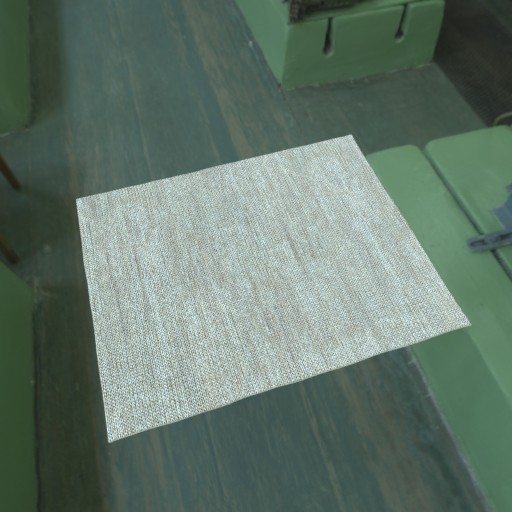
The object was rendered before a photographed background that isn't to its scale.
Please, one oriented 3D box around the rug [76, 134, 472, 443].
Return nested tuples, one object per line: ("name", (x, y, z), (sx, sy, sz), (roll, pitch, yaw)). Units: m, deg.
("rug", (0.000, 0.000, 4.103), (3.052, 0.030, 2.429), (-15, 59, -10))
